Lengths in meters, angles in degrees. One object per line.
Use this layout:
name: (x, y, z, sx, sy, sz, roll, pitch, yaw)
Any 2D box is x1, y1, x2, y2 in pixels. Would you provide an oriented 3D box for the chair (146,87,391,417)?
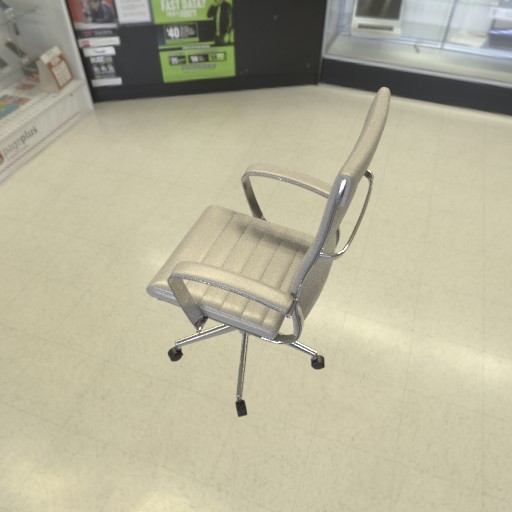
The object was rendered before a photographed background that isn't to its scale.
chair: (0.000, 0.000, 1.564, 0.667, 1.149, 0.679, 17, 48, 15)
